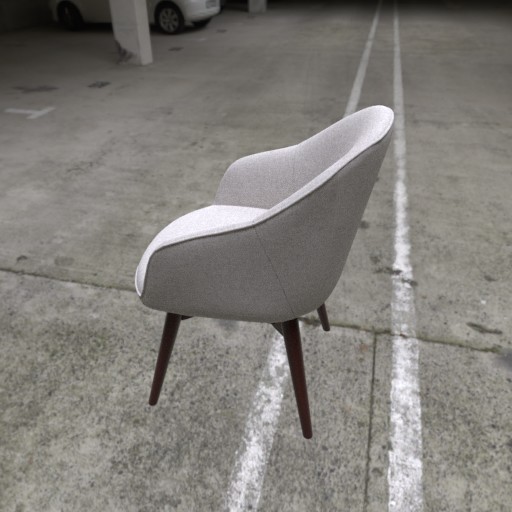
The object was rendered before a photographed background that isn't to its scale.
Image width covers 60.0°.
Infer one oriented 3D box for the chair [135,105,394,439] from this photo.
[{"bbox_3d":[0.000,0.000,1.254,0.635,0.823,0.596,7,31,12],"label":"chair"}]
